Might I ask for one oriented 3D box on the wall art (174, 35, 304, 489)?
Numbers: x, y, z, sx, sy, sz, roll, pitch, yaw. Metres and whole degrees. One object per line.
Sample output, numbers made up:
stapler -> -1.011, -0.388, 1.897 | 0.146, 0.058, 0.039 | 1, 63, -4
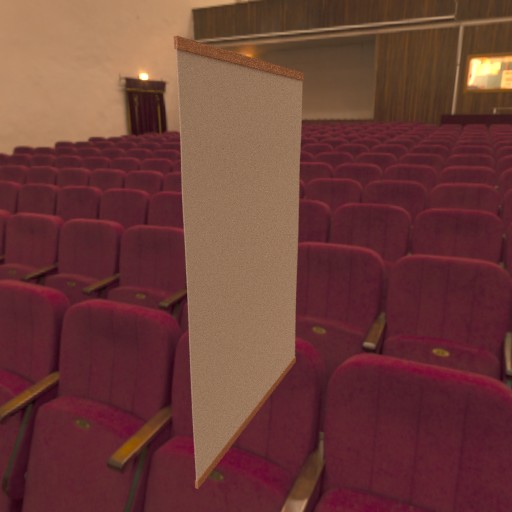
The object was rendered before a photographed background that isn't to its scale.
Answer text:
wall art -> 0.000, 0.000, 1.864 | 0.019, 1.527, 1.019 | 8, 18, 24
